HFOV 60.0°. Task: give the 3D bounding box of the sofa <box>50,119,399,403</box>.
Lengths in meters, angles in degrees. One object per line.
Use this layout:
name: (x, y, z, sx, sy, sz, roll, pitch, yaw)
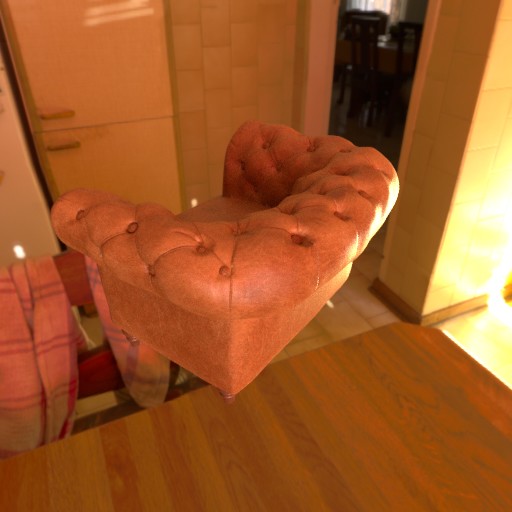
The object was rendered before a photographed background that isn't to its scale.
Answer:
sofa: (0.000, 0.000, 2.057, 1.033, 0.878, 1.405, 21, 37, 29)
